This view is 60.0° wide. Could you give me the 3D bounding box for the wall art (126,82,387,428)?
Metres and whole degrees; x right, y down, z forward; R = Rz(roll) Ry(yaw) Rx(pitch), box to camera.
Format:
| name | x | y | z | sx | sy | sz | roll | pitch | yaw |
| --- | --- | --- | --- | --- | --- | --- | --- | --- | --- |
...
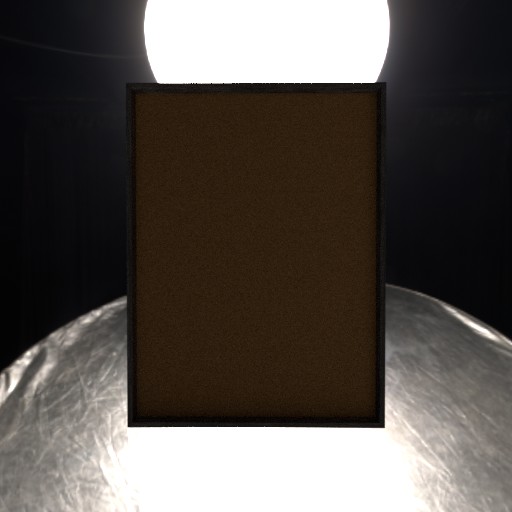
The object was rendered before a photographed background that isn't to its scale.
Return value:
| name | x | y | z | sx | sy | sz | roll | pitch | yaw |
| --- | --- | --- | --- | --- | --- | --- | --- | --- | --- |
| wall art | 0.000 | 0.000 | 1.334 | 0.762 | 1.016 | 0.063 | 0 | 1 | 0 |
